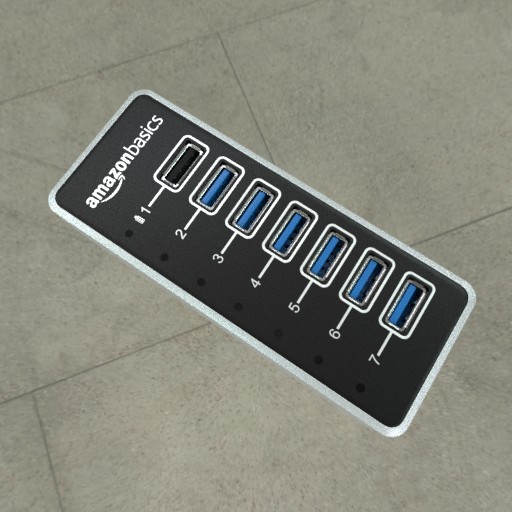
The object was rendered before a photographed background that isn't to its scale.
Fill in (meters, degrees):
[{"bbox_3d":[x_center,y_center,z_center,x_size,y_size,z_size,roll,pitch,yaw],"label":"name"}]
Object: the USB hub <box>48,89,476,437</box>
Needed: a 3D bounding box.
[{"bbox_3d":[0.000,0.000,0.126,0.110,0.023,0.044,33,78,8],"label":"USB hub"}]
